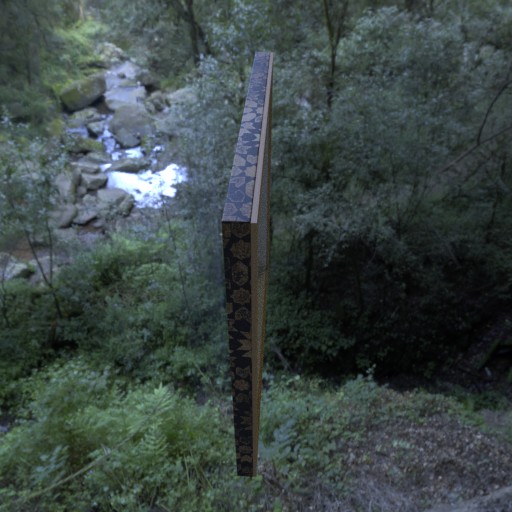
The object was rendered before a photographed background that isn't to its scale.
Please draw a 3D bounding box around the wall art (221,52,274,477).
[{"bbox_3d":[0.000,0.000,0.899,0.038,0.612,0.612,2,40,3],"label":"wall art"}]
